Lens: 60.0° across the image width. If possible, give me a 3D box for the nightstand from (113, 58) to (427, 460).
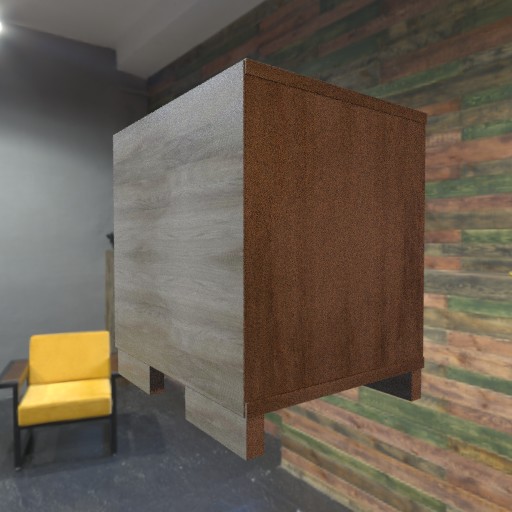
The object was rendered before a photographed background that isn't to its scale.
[{"bbox_3d":[0.000,0.000,0.762,0.347,0.448,0.427,-1,2,-37],"label":"nightstand"}]
